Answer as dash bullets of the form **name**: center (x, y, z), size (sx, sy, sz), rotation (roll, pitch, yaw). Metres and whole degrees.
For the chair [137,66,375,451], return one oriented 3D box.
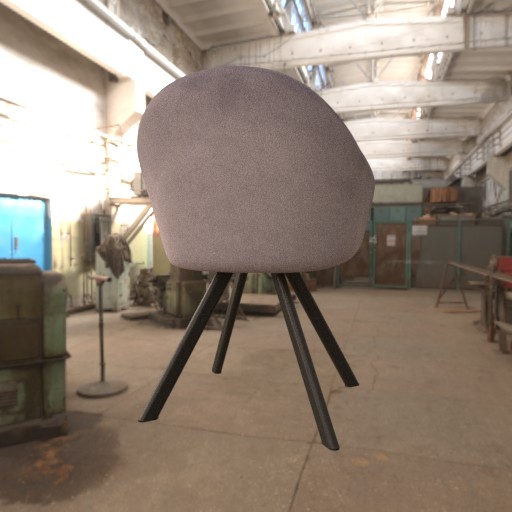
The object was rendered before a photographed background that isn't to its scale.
- **chair**: center (0.000, 0.000, 1.138), size (0.570, 0.780, 0.540), rotation (1, 2, 18)
